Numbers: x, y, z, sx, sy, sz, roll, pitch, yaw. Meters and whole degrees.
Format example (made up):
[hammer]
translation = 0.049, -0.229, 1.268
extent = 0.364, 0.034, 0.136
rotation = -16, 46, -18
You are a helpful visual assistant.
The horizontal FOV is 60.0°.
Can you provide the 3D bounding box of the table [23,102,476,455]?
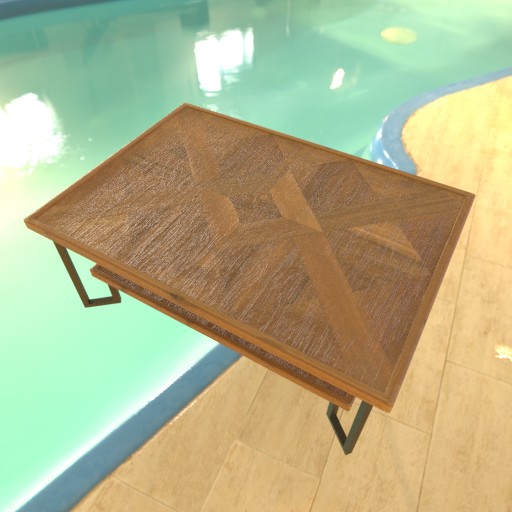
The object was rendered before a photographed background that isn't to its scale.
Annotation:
[table]
translation = 0.000, 0.000, 1.658
extent = 1.238, 0.492, 0.877
rotation = 23, 52, 20
